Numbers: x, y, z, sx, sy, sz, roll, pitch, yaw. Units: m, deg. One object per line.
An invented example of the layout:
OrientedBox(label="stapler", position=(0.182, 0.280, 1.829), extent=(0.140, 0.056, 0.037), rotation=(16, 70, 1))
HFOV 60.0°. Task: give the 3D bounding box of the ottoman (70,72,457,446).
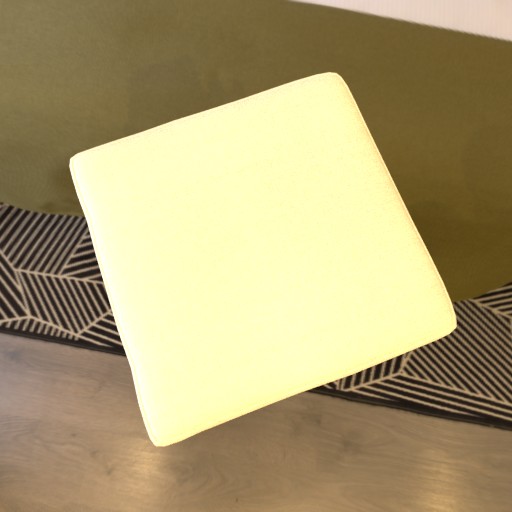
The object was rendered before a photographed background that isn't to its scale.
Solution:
OrientedBox(label="ottoman", position=(0.000, 0.000, 1.354), extent=(0.838, 0.478, 0.838), rotation=(-20, 77, -5))
